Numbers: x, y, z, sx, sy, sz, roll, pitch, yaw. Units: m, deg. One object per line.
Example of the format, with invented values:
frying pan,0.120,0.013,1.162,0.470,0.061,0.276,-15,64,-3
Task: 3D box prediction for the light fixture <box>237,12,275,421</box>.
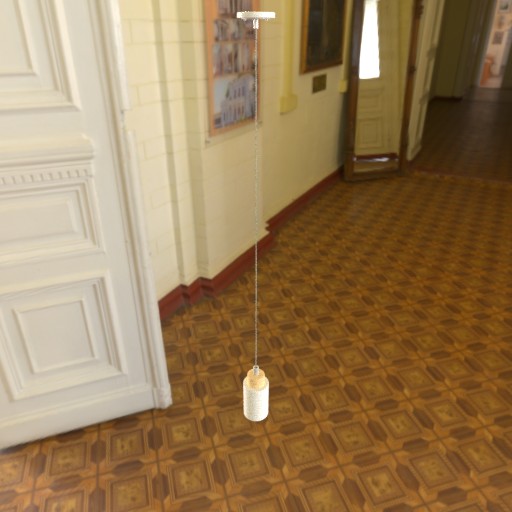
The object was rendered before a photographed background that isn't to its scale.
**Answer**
light fixture,0.000,0.000,1.865,0.125,1.798,0.125,-8,28,-15
